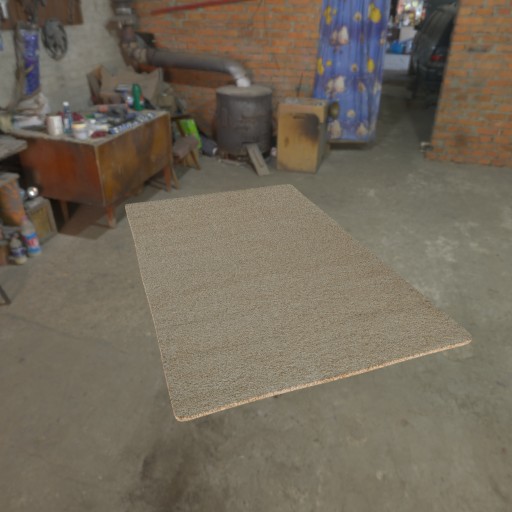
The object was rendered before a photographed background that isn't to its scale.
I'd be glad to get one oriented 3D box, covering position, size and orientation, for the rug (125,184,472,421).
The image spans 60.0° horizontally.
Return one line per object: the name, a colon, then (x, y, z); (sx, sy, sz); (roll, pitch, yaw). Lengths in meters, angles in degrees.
rug: (0.000, 0.000, 2.954); (1.500, 0.026, 2.349); (-10, 31, -17)
